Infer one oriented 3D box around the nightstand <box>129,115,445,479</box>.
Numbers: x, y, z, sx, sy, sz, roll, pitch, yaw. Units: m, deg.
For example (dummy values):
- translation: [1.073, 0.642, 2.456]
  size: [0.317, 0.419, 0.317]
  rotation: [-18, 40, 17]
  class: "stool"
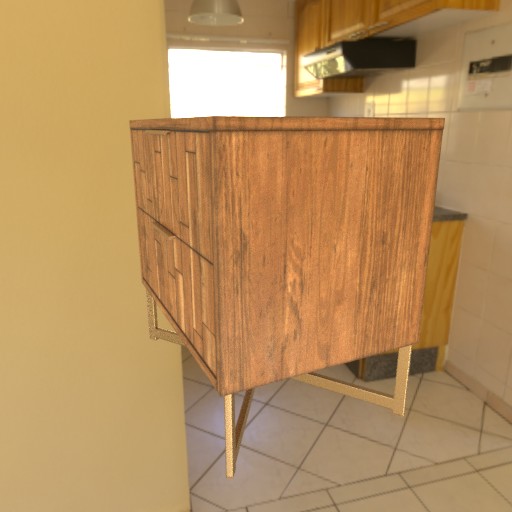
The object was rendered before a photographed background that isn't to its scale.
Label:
- translation: [0.000, 0.000, 1.035]
  size: [0.446, 0.610, 0.610]
  rotation: [-8, 18, -25]
  class: "nightstand"
